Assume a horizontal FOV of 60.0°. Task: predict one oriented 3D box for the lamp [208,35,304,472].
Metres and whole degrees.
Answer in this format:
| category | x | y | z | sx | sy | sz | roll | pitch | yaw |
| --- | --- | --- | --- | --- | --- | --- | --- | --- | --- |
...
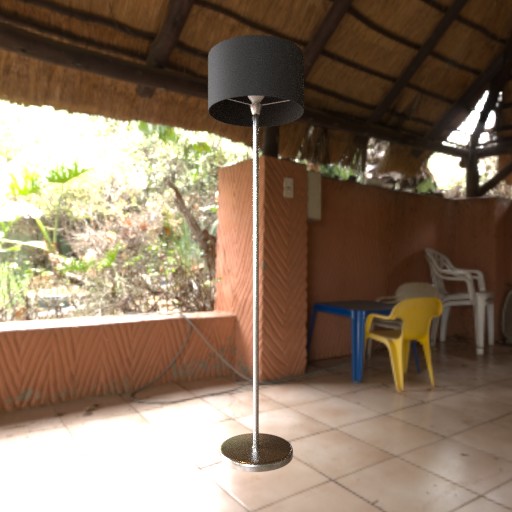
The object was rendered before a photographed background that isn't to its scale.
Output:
| category | x | y | z | sx | sy | sz | roll | pitch | yaw |
| --- | --- | --- | --- | --- | --- | --- | --- | --- | --- |
| lamp | 0.000 | 0.000 | 1.617 | 0.348 | 1.443 | 0.348 | 0 | -1 | -35 |
